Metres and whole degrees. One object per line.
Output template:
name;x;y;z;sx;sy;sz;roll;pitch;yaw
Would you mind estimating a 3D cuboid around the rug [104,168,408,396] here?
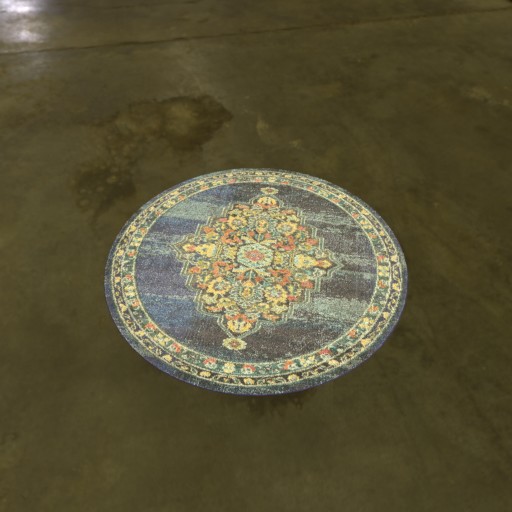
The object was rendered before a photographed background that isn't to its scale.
rug;0.000;0.000;2.381;1.591;0.010;1.591;0;47;0
